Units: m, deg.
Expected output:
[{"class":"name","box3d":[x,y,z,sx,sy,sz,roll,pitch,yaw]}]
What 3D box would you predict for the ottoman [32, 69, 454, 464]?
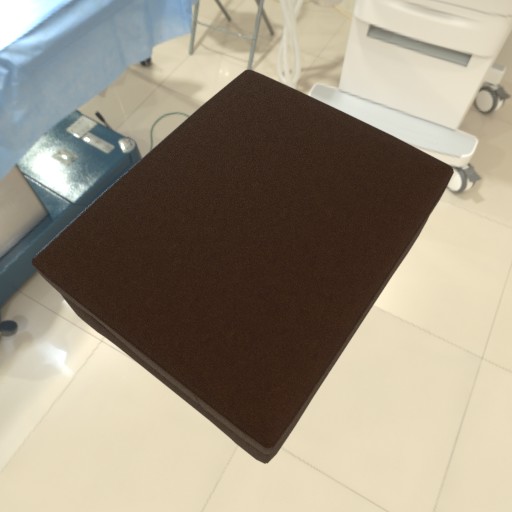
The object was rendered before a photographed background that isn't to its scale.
[{"class":"ottoman","box3d":[0.000,0.000,1.776,0.967,0.730,1.187,32,65,17]}]
